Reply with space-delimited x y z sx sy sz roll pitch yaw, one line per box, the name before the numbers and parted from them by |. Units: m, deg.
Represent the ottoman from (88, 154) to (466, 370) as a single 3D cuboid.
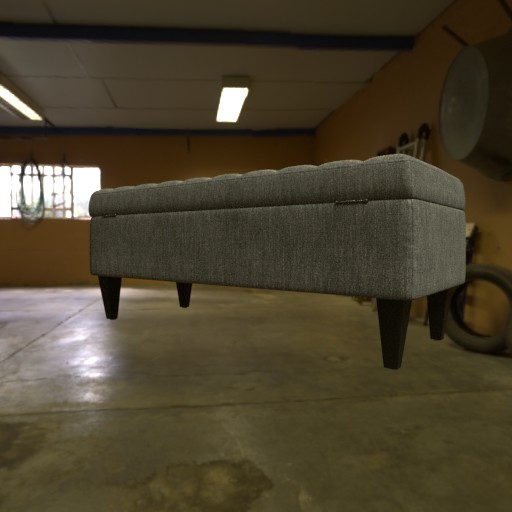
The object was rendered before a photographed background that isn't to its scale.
ottoman | 0.000 0.000 1.420 1.151 0.469 0.482 1 2 37
